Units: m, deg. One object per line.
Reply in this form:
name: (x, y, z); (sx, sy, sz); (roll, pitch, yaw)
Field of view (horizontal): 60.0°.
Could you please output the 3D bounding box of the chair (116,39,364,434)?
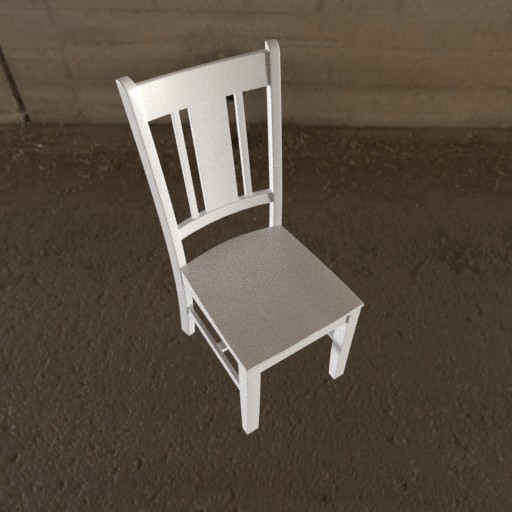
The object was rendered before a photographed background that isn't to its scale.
chair: (0.000, 0.000, 1.327); (0.450, 0.998, 0.555); (-25, 51, -22)
